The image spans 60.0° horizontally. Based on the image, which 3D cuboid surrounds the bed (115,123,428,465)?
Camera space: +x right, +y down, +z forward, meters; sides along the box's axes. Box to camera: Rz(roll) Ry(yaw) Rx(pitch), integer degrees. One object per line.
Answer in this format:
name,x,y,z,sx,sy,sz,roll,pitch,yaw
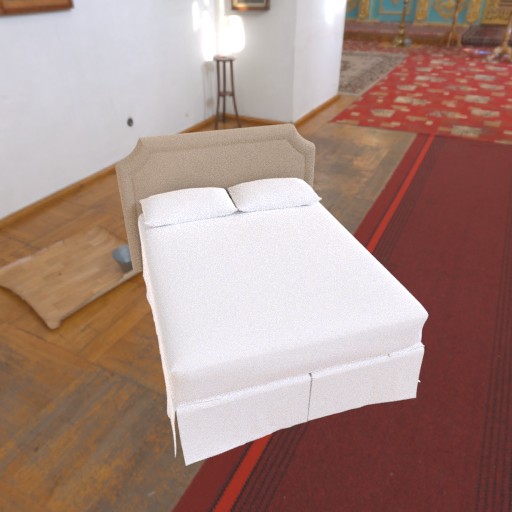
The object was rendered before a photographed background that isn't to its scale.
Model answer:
bed,0.000,0.000,3.339,1.828,1.301,2.204,-10,34,-15
